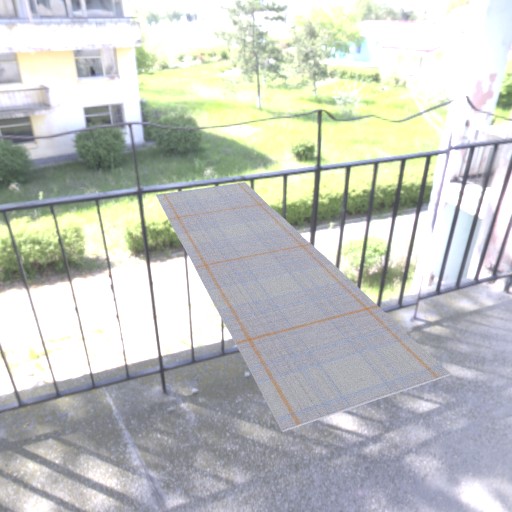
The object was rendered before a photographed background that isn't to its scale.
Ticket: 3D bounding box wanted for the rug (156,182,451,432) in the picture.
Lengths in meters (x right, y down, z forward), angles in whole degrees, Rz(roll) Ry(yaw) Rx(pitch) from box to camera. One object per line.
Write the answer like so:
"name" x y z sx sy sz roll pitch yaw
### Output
"rug" 0.000 0.000 2.697 0.770 0.016 2.442 -11 31 -19
